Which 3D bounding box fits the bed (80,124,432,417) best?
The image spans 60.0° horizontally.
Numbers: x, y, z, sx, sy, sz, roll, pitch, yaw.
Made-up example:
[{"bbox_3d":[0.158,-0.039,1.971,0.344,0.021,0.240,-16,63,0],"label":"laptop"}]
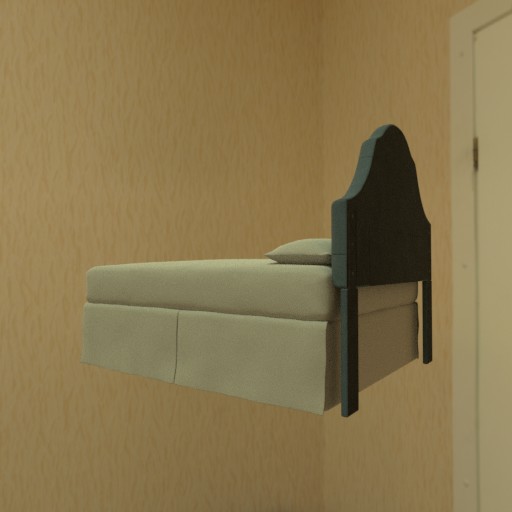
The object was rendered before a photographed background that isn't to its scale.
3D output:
[{"bbox_3d":[0.000,0.000,3.340,2.155,1.575,1.636,-1,-2,36],"label":"bed"}]
